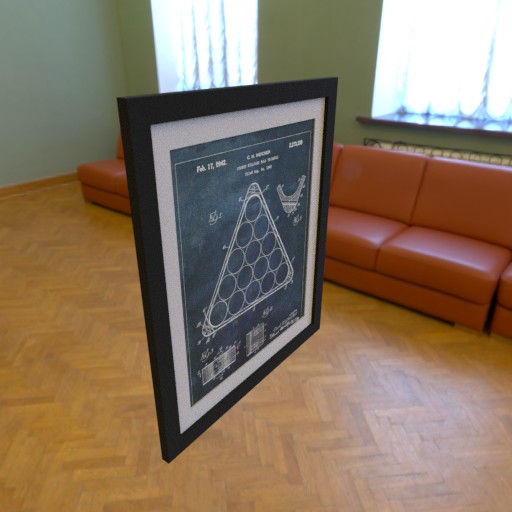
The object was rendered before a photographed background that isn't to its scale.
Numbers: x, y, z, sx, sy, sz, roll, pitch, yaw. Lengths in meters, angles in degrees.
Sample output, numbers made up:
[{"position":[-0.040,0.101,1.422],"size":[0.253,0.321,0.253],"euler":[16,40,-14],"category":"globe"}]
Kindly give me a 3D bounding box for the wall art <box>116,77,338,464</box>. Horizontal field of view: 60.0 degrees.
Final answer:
[{"position":[0.000,0.000,0.500],"size":[0.010,0.361,0.311],"euler":[18,31,34],"category":"wall art"}]
